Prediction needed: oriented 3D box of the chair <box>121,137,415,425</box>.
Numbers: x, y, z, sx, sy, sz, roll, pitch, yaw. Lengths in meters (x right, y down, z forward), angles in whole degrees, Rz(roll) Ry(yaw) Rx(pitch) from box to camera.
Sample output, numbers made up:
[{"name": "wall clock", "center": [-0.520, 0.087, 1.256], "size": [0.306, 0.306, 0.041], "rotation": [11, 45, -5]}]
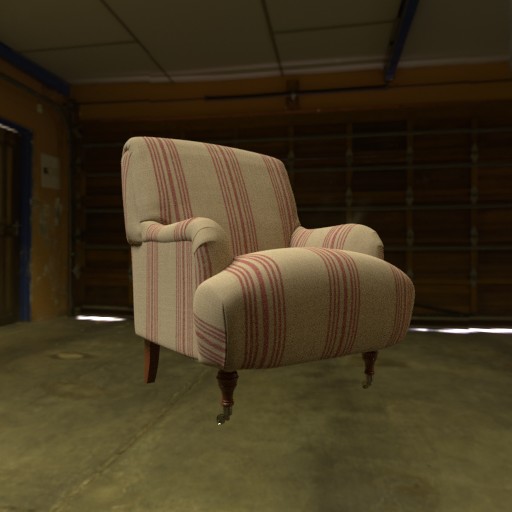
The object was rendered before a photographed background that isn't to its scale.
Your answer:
[{"name": "chair", "center": [0.000, 0.000, 1.917], "size": [0.933, 1.123, 1.058], "rotation": [0, 0, -35]}]
